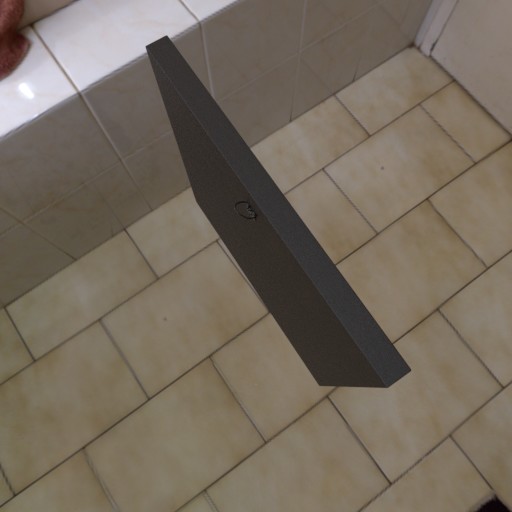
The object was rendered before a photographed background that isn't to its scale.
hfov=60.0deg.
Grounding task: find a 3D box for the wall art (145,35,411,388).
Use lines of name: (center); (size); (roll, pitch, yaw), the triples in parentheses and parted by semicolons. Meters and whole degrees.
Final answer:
wall art: (0.000, 0.000, 0.522); (0.038, 0.349, 0.349); (-32, 76, -9)
